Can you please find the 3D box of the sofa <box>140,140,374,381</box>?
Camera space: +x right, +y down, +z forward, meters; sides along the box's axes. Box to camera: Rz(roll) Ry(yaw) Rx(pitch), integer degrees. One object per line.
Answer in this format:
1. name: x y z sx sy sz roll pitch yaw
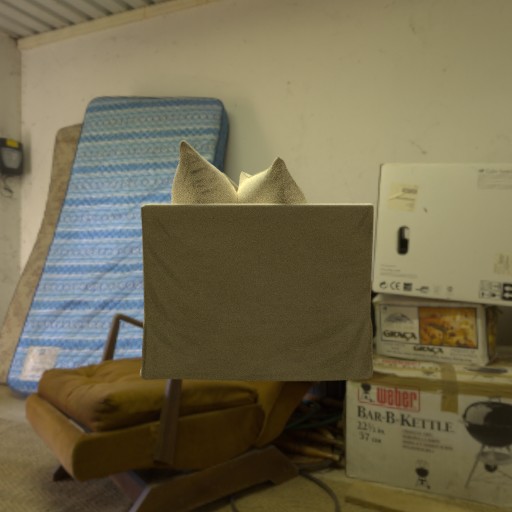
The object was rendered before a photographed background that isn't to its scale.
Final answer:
1. sofa: 0.000 0.000 3.075 1.030 1.042 2.484 0 0 0
